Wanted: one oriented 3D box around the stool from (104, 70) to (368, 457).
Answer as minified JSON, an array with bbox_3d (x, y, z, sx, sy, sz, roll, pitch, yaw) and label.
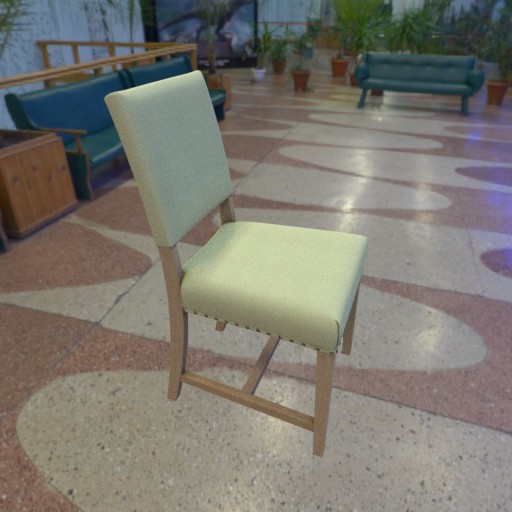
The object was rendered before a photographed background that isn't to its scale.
[{"bbox_3d":[0.000,0.000,1.356,0.623,0.986,0.508,10,31,18],"label":"stool"}]
